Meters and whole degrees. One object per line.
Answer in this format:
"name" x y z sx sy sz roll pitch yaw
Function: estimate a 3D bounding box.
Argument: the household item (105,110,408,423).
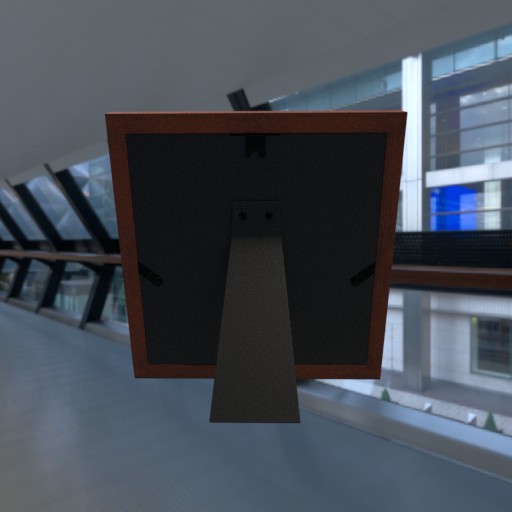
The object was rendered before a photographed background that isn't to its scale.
"household item" 0.000 0.000 0.384 0.240 0.240 0.131 0 0 1
